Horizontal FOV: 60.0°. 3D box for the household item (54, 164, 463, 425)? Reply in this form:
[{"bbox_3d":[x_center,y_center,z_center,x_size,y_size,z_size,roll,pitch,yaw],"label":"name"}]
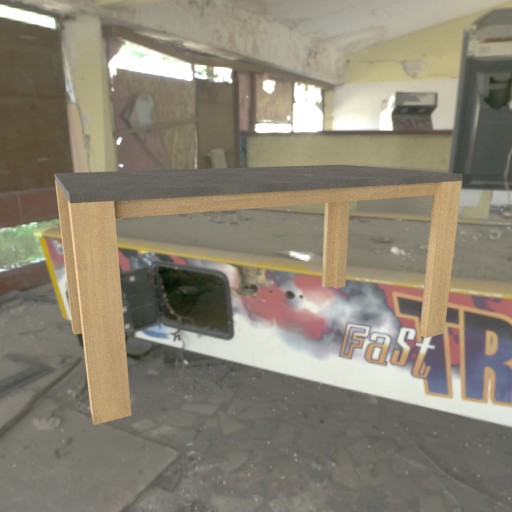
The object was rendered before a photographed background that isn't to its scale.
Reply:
[{"bbox_3d":[0.000,0.000,2.061,1.600,0.755,0.850,-7,16,-25],"label":"household item"}]
